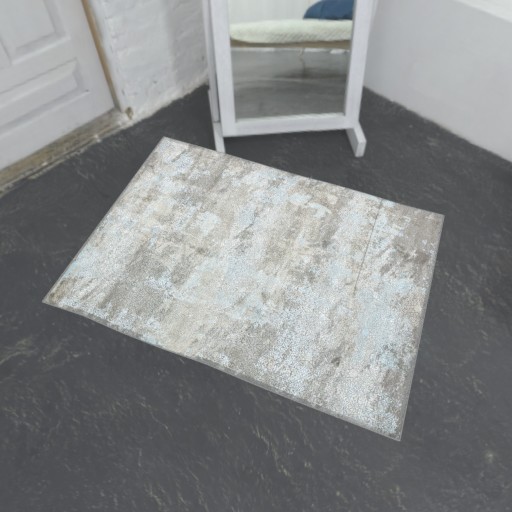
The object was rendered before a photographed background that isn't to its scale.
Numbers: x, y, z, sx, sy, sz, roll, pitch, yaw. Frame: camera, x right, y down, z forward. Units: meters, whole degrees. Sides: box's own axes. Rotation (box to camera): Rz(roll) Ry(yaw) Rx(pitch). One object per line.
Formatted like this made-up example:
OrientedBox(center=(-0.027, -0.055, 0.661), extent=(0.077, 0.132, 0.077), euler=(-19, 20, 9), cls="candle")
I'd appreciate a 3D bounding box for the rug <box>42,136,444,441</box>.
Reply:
OrientedBox(center=(0.000, 0.000, 4.357), extent=(3.307, 0.013, 2.393), euler=(18, 58, 12), cls="rug")
